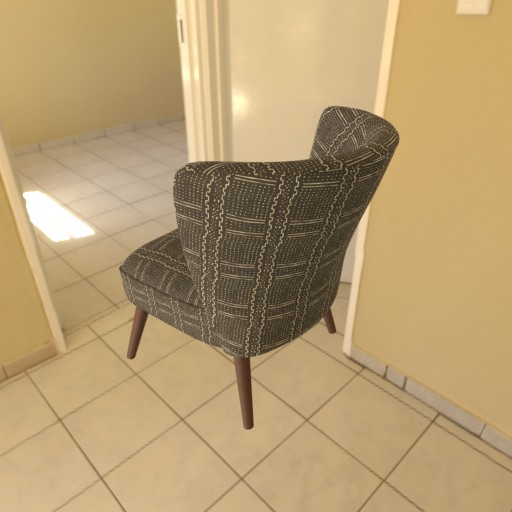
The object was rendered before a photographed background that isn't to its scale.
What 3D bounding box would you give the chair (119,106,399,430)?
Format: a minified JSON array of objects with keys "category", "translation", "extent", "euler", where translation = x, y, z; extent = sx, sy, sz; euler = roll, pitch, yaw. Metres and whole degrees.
[{"category":"chair","translation":[0.000,0.000,1.418],"extent":[0.758,0.866,0.710],"euler":[21,37,30]}]
